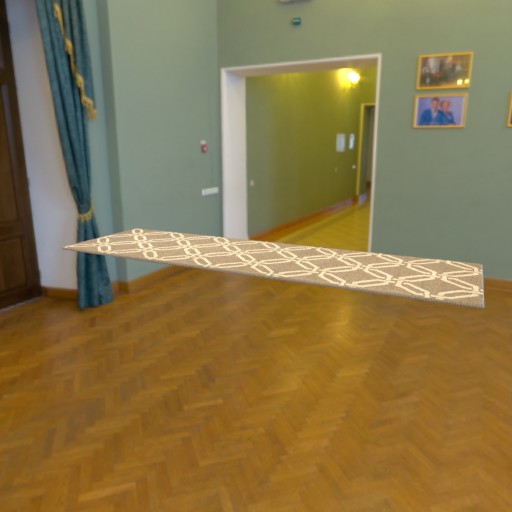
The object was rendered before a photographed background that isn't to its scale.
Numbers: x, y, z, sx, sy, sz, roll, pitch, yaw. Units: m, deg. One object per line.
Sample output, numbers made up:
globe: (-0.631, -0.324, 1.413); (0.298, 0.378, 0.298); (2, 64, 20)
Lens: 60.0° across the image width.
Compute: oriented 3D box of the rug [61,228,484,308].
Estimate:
rug: (0.000, 0.000, 2.477); (2.276, 0.014, 0.678); (7, 16, 25)
